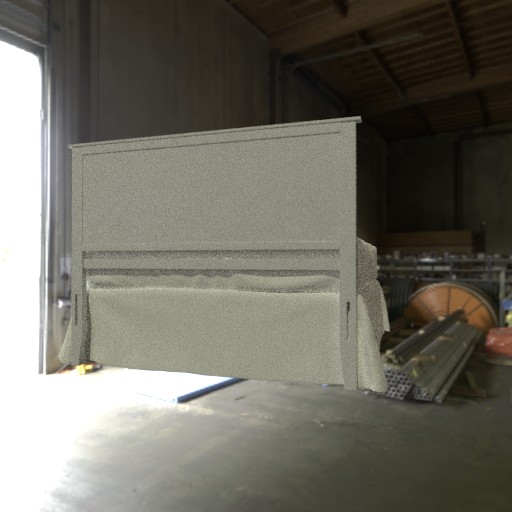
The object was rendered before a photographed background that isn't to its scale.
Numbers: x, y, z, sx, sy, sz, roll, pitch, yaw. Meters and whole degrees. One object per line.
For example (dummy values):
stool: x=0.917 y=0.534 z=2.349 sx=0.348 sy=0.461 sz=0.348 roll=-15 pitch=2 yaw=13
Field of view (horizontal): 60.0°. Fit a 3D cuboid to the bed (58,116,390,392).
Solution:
bed: x=0.000 y=0.000 z=3.227 sx=1.876 sy=1.269 sz=2.047 roll=0 pitch=-1 yaw=18
